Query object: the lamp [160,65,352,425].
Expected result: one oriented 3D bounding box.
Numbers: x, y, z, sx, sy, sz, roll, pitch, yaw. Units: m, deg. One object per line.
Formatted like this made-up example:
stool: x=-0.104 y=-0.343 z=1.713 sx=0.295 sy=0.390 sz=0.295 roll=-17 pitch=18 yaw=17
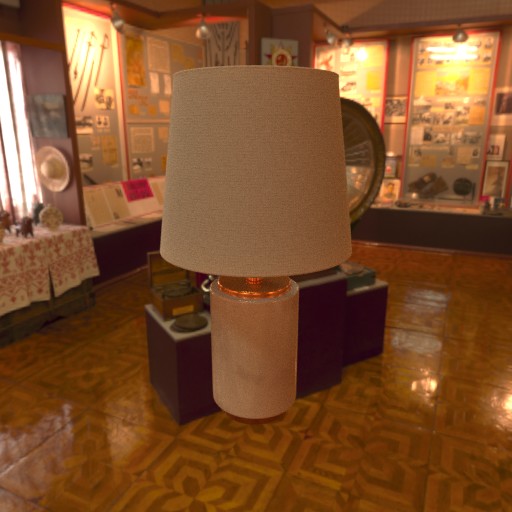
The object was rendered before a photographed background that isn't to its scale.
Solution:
lamp: x=0.000 y=0.000 z=0.450 sx=0.189 sy=0.340 sz=0.189 roll=0 pitch=16 yaw=0
